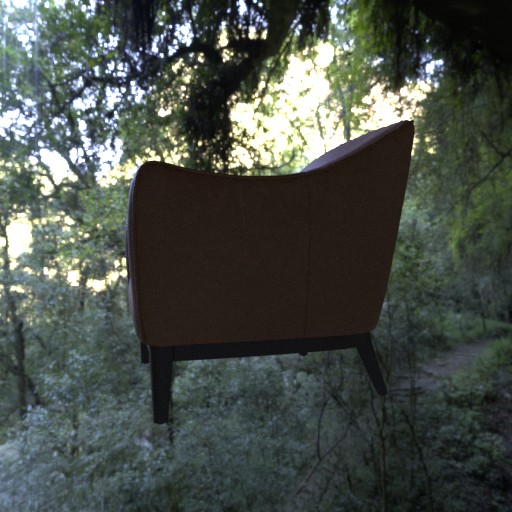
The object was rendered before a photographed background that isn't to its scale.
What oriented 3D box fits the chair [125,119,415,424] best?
[{"bbox_3d":[0.000,0.000,1.509,0.852,0.830,0.871,0,-1,-17],"label":"chair"}]
